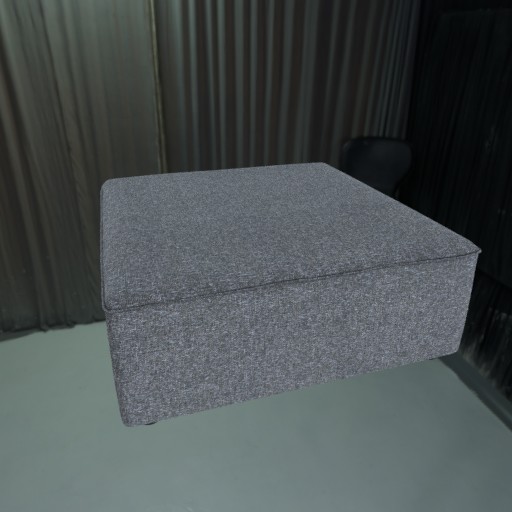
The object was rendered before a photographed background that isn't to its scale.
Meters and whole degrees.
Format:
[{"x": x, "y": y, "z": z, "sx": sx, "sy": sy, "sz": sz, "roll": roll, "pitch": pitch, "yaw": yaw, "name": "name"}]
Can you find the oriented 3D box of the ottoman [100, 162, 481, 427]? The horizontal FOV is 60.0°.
[{"x": 0.000, "y": 0.000, "z": 1.571, "sx": 1.017, "sy": 0.423, "sz": 1.021, "roll": -8, "pitch": 27, "yaw": -15, "name": "ottoman"}]
